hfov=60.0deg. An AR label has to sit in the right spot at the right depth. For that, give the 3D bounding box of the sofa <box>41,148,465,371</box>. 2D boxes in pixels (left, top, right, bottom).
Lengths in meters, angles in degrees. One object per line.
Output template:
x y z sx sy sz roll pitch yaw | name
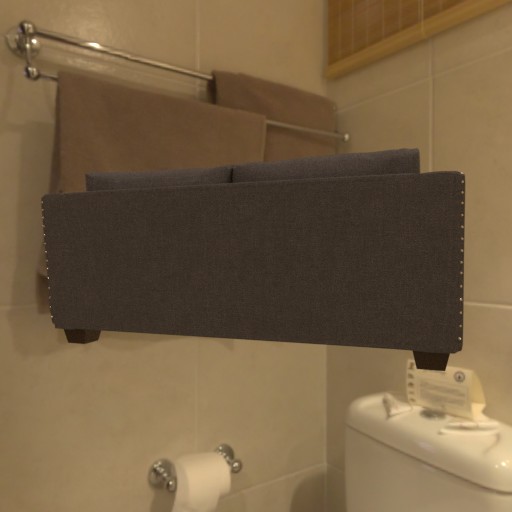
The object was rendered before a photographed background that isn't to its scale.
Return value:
0.000 0.000 3.140 2.550 1.196 1.336 0 0 19 | sofa
